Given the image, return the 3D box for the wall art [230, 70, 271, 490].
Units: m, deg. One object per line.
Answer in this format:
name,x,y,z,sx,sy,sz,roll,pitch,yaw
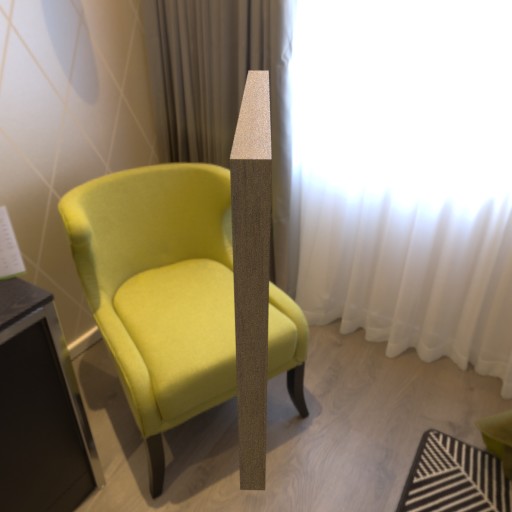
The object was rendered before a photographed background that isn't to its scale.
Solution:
wall art,0.000,0.000,0.745,0.037,0.507,0.507,1,31,1
